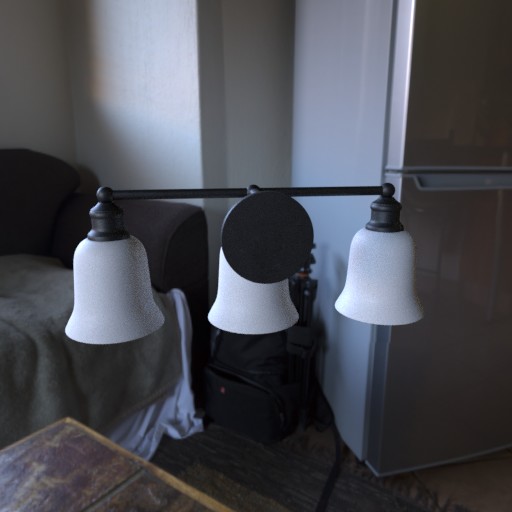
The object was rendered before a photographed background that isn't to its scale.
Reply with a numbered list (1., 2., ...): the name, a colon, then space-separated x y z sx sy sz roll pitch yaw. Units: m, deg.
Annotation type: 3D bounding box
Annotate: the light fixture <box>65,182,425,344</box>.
1. light fixture: 0.000 0.000 0.661 0.570 0.211 0.198 -2 14 -9
